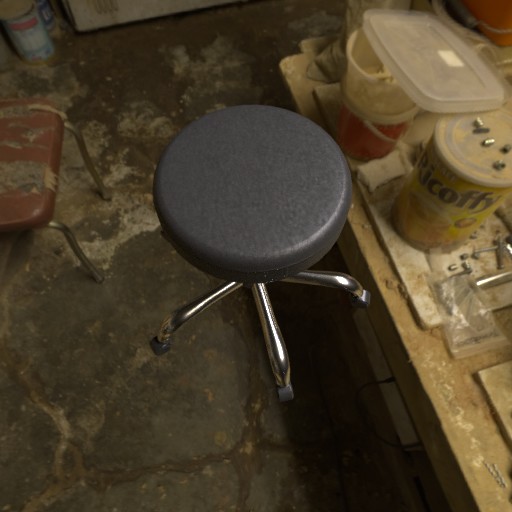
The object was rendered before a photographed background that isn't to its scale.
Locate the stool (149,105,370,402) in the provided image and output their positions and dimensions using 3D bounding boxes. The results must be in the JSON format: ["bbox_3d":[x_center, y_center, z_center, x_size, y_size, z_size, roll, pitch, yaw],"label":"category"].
[{"bbox_3d":[0.000,0.000,1.115,0.673,0.576,0.638,-13,63,-7],"label":"stool"}]
